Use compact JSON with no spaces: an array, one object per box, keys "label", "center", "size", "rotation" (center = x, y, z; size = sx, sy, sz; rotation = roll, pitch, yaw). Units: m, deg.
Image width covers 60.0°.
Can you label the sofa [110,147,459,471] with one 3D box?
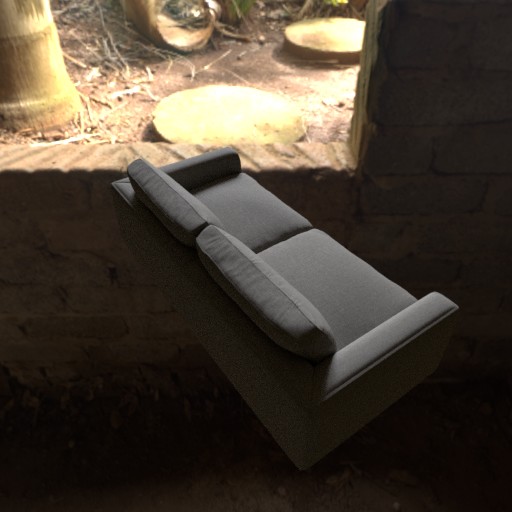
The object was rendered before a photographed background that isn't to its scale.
[{"label":"sofa","center":[0.000,0.000,2.847],"size":[1.070,0.801,2.262],"rotation":[-25,46,-26]}]
